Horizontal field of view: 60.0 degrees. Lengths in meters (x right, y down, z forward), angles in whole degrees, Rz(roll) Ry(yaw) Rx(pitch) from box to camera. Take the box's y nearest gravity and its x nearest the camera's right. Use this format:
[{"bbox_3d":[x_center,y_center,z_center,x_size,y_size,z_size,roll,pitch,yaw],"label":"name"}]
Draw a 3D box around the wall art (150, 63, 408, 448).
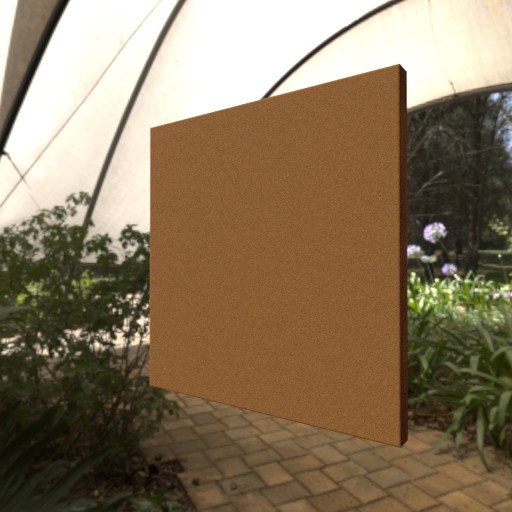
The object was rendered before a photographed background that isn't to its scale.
[{"bbox_3d":[0.000,0.000,0.836,0.554,0.572,0.037,0,-1,36],"label":"wall art"}]
